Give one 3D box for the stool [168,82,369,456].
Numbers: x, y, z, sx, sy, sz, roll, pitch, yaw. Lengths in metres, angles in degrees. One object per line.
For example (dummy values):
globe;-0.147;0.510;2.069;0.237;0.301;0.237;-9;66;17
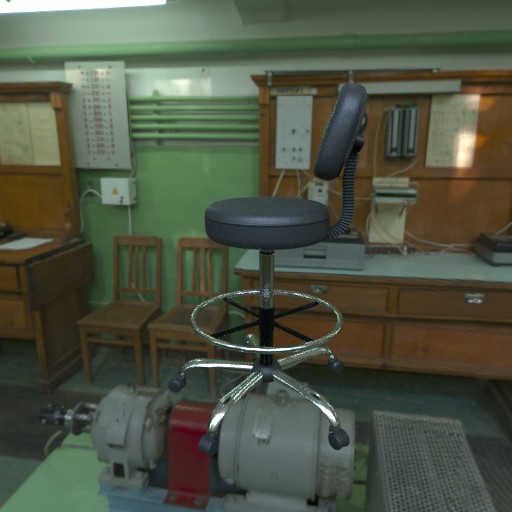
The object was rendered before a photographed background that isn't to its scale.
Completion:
stool;0.000;0.000;1.487;0.658;1.069;0.694;2;15;8
